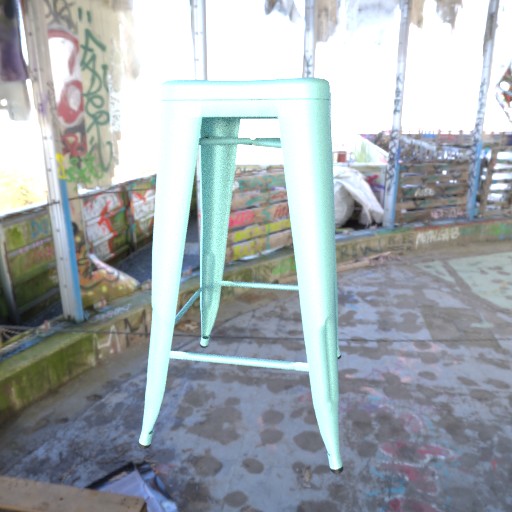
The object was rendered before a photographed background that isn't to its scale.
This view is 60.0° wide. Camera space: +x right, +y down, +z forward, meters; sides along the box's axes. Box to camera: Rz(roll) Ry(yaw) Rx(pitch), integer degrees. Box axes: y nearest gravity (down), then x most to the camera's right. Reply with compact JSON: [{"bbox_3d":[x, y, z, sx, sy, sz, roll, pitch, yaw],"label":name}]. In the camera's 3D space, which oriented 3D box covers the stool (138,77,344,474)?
[{"bbox_3d":[0.000,0.000,0.848,0.359,0.609,0.399,3,17,9],"label":"stool"}]
